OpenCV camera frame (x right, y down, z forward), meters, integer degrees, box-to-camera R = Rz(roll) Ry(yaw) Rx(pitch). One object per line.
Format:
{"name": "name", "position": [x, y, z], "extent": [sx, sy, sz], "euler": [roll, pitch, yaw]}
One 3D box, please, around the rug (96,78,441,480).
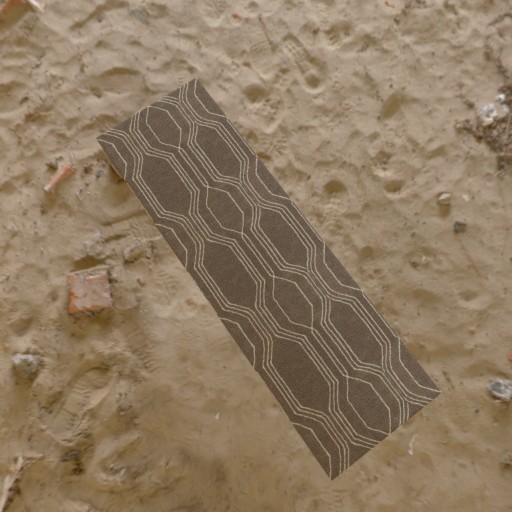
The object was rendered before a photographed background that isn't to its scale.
{"name": "rug", "position": [0.000, 0.000, 2.646], "extent": [0.773, 0.012, 2.464], "euler": [-35, 78, -8]}
